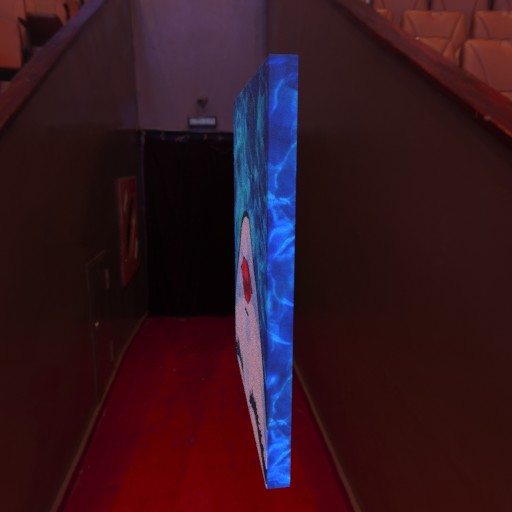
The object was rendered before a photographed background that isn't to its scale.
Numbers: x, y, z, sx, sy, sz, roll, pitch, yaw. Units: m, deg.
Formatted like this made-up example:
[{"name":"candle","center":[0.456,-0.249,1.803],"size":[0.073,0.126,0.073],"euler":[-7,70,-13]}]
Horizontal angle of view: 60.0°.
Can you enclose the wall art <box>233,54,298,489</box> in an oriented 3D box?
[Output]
[{"name":"wall art","center":[0.000,0.000,0.873],"size":[0.038,0.635,0.508],"euler":[-2,13,-8]}]
